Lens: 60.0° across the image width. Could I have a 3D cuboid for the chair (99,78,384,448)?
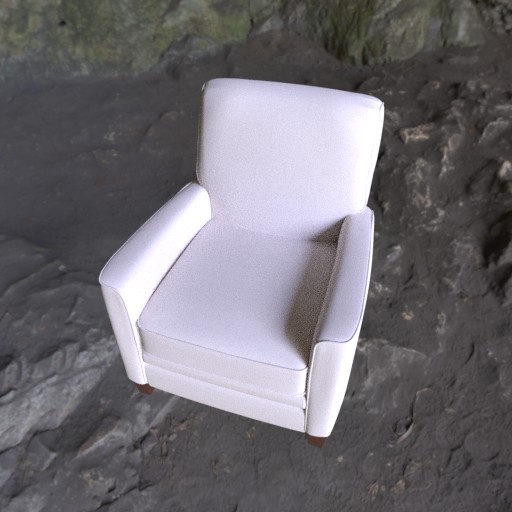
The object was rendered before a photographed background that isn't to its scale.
[{"bbox_3d":[0.000,0.000,1.646,0.841,1.028,0.858,12,41,14],"label":"chair"}]
